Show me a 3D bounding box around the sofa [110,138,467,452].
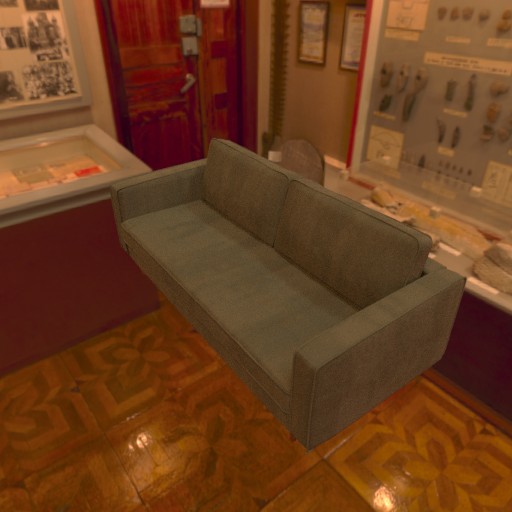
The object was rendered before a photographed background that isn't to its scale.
[{"bbox_3d":[0.000,0.000,2.441,0.924,0.825,1.920,-22,39,-30],"label":"sofa"}]
